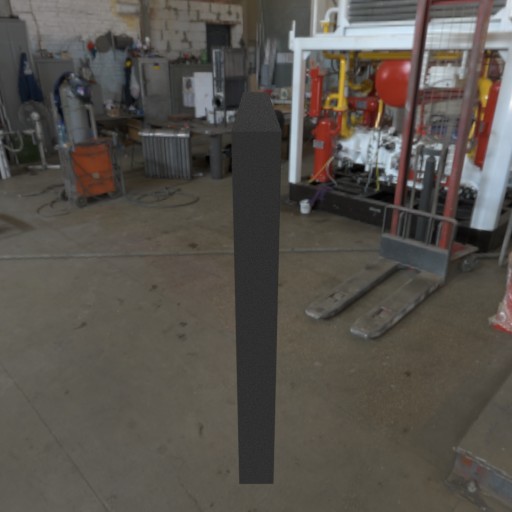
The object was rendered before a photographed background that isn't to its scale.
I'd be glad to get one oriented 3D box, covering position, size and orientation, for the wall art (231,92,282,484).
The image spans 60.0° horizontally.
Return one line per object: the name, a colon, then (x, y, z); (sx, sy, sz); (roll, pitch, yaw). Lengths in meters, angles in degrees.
wall art: (0.000, 0.000, 0.471); (0.030, 0.305, 0.308); (0, 24, 0)
